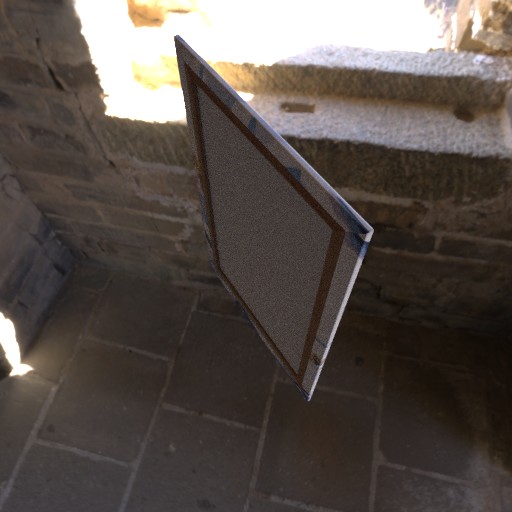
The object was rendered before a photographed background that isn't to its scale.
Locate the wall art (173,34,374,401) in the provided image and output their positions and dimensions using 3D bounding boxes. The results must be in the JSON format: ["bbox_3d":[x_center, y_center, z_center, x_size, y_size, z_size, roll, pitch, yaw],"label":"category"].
[{"bbox_3d":[0.000,0.000,1.167,0.016,0.914,0.610,-29,62,-17],"label":"wall art"}]
